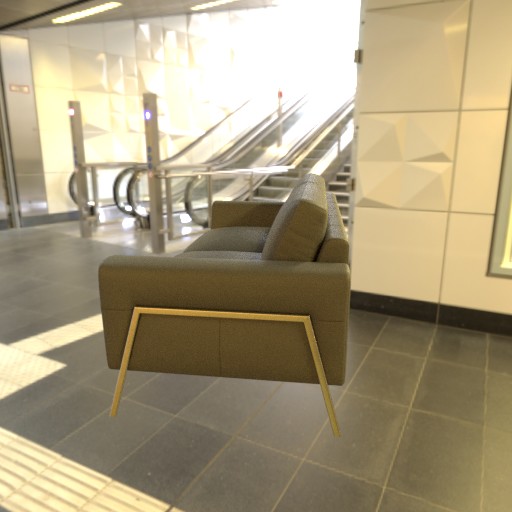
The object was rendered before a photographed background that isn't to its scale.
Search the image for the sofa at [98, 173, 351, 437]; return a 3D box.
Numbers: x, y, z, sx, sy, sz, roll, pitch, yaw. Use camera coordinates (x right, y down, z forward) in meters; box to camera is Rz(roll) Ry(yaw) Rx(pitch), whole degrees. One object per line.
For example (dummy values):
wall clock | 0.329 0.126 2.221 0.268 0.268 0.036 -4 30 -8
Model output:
sofa | 0.000 0.000 2.596 0.953 0.875 2.017 2 14 8
